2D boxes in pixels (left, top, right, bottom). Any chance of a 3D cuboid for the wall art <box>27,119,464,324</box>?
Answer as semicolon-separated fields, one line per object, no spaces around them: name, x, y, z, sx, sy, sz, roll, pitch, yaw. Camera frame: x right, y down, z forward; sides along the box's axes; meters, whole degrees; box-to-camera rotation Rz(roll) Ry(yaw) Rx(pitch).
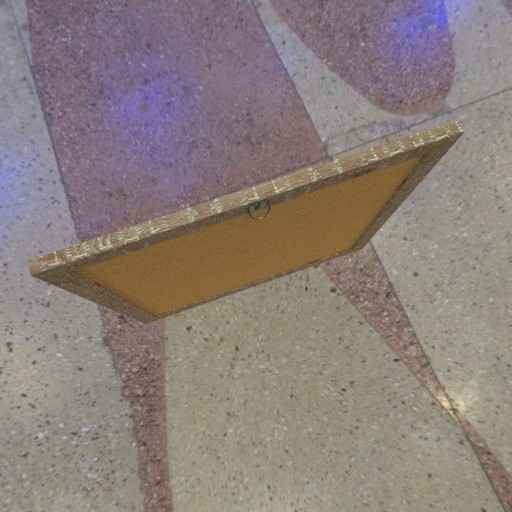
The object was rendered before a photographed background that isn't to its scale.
wall art;0.000;0.000;0.551;0.380;0.380;0.022;-19;76;-5
